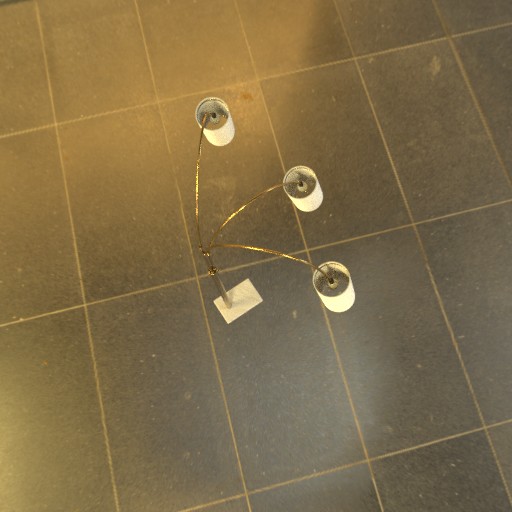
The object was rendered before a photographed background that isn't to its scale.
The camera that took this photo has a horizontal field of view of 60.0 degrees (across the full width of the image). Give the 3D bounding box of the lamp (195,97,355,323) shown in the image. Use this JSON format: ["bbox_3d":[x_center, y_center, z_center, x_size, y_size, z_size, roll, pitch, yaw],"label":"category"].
[{"bbox_3d":[0.000,0.000,2.449,0.667,2.055,1.020,-33,79,-8],"label":"lamp"}]
